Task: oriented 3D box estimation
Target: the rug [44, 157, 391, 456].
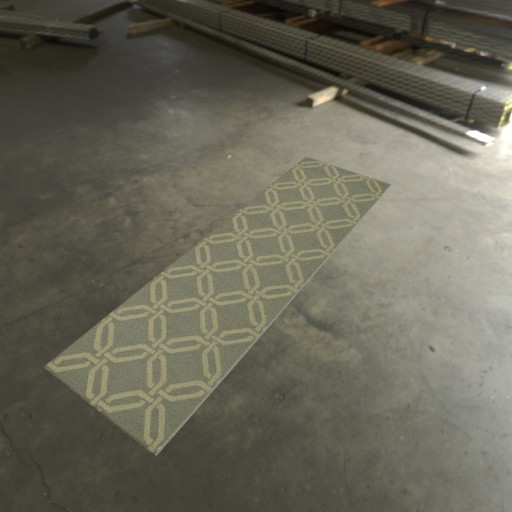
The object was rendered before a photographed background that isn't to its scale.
[{"bbox_3d":[0.000,0.000,2.488,0.678,0.014,2.276,25,47,25],"label":"rug"}]
